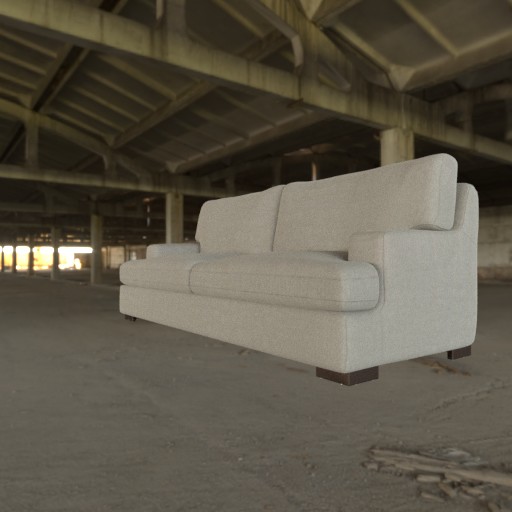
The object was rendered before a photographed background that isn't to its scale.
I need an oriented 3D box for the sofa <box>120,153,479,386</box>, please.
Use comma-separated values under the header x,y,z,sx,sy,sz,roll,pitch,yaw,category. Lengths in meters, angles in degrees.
x,y,z,sx,sy,sz,roll,pitch,yaw,category
0.000,0.000,2.788,0.962,0.980,2.354,0,-1,-37,sofa
